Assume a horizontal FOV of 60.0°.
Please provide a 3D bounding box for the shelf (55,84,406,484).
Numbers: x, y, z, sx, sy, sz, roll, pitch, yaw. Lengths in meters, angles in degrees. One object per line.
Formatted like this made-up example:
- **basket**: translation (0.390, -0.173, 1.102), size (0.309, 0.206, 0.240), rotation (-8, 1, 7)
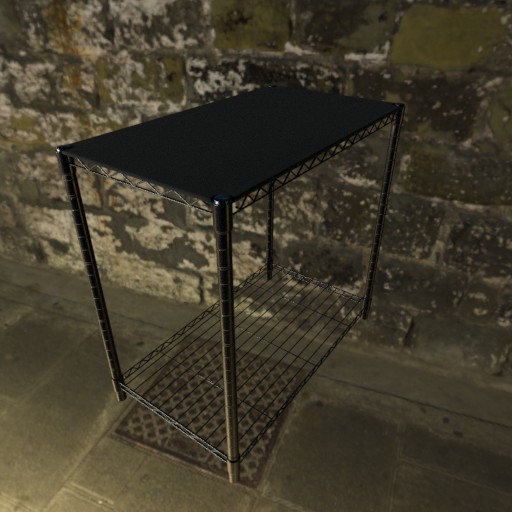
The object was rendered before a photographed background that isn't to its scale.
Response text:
- **shelf**: translation (0.000, 0.000, 0.937), size (0.338, 0.564, 0.589), rotation (21, 38, 30)
